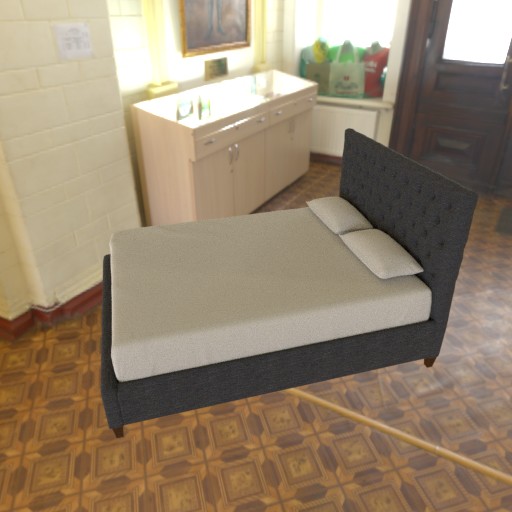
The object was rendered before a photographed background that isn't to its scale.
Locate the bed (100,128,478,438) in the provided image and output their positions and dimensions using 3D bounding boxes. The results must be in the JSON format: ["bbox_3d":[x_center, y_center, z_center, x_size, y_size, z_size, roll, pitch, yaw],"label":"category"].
[{"bbox_3d":[0.000,0.000,3.435,2.387,1.427,1.698,-8,31,-14],"label":"bed"}]
